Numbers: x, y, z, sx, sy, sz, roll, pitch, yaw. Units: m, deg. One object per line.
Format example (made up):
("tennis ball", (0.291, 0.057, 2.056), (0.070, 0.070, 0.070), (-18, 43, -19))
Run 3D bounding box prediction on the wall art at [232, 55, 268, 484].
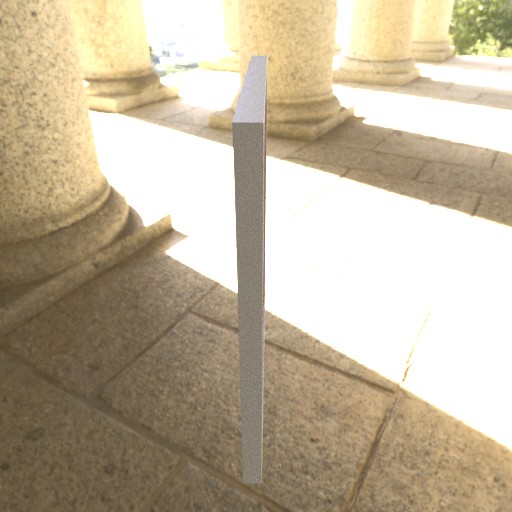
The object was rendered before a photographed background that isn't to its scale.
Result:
("wall art", (0.000, 0.000, 0.727), (0.030, 0.549, 0.443), (1, 31, 1))
